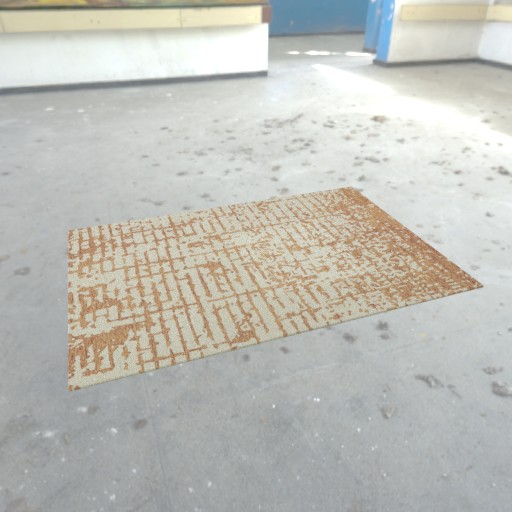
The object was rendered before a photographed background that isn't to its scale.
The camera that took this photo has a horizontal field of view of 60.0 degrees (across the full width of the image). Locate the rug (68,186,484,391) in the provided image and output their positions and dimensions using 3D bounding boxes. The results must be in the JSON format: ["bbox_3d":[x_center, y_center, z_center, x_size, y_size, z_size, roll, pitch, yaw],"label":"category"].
[{"bbox_3d":[0.000,0.000,2.292,1.829,0.011,1.219,-11,34,-17],"label":"rug"}]
